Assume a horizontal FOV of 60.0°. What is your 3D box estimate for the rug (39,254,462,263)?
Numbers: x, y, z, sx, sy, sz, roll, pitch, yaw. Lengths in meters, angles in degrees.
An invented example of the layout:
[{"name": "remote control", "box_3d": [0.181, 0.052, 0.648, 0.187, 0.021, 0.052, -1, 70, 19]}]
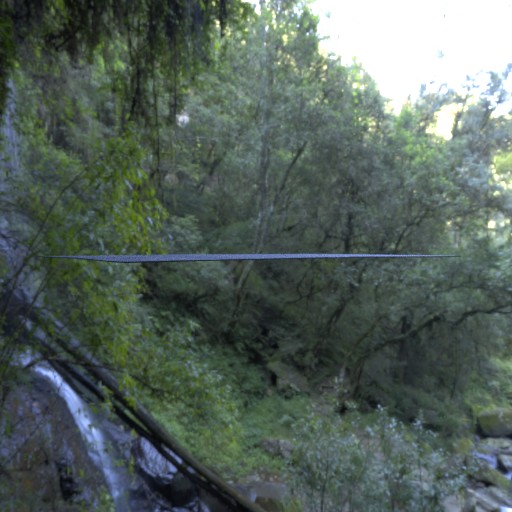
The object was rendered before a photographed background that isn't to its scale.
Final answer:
[{"name": "rug", "box_3d": [0.000, 0.000, 2.164, 1.740, 0.010, 1.135, -1, 1, -36]}]
